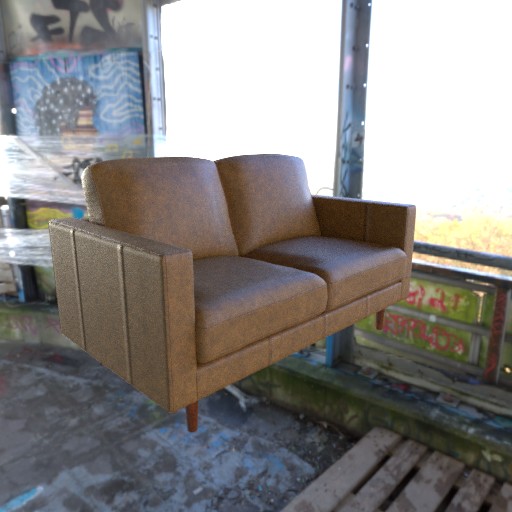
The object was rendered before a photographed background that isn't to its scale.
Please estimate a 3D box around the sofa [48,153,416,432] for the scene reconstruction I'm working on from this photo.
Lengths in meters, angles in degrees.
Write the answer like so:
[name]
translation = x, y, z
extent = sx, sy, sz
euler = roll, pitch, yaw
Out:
[sofa]
translation = 0.000, 0.000, 2.143
extent = 1.578, 0.951, 0.909
euler = -14, 19, -43
